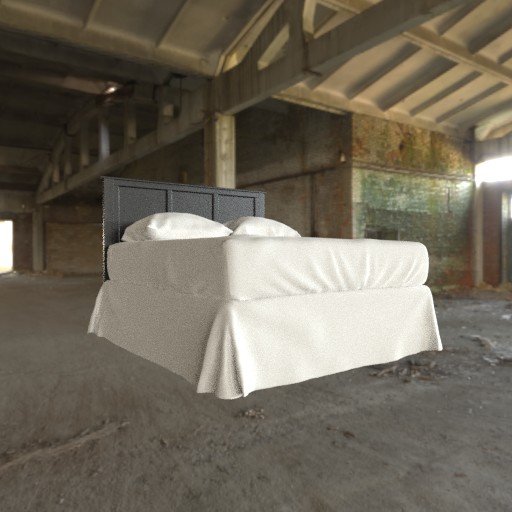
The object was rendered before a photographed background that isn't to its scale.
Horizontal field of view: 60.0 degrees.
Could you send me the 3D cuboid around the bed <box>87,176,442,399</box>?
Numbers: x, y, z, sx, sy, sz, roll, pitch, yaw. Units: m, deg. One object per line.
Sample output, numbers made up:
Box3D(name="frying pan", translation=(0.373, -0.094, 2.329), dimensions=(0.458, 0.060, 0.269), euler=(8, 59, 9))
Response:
Box3D(name="bed", translation=(0.000, 0.000, 3.235), dimensions=(1.870, 1.270, 2.050), euler=(0, 1, -36))
